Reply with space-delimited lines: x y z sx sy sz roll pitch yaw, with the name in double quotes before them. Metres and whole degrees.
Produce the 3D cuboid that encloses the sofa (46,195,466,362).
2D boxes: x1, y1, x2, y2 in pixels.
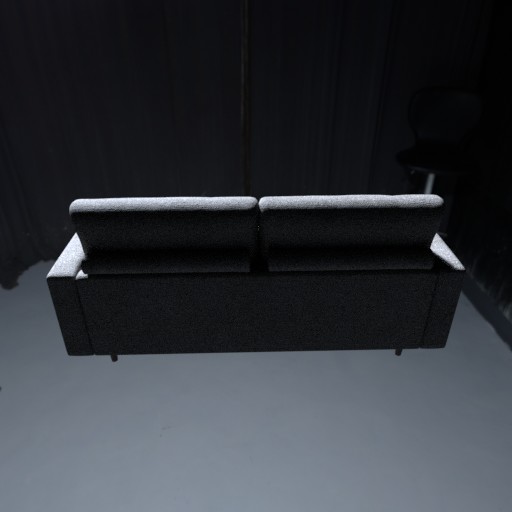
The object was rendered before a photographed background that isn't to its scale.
"sofa" 0.000 0.000 2.333 1.821 0.902 0.863 -1 31 -1
